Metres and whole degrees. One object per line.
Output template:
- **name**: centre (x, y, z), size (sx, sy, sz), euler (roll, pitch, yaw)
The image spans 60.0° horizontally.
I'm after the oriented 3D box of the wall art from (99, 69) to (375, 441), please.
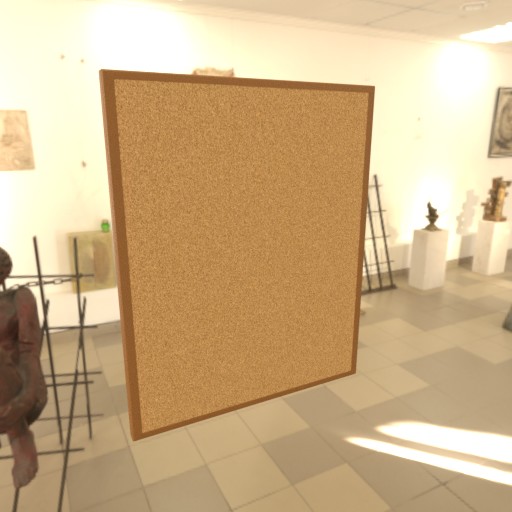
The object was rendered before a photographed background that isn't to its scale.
- **wall art**: centre (0.000, 0.000, 0.508), size (0.310, 0.379, 0.015), euler (-8, 17, -26)
